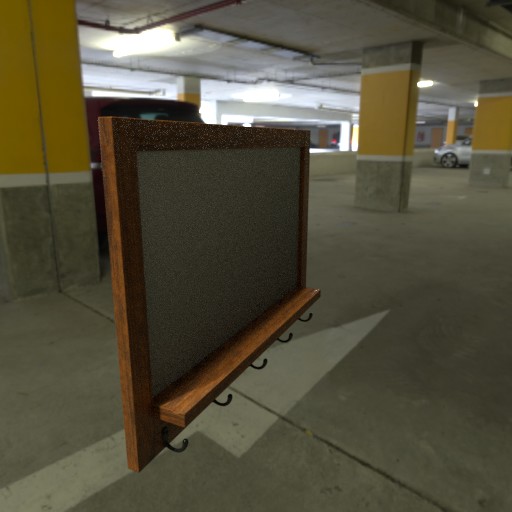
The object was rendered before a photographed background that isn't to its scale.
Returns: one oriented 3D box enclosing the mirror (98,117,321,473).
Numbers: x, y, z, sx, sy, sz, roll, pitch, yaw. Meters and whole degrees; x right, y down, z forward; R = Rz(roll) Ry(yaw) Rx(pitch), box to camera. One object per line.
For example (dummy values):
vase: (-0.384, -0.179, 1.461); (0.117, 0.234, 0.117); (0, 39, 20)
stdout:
mirror: (0.000, 0.000, 0.952); (0.084, 0.537, 0.758); (7, 16, 25)
